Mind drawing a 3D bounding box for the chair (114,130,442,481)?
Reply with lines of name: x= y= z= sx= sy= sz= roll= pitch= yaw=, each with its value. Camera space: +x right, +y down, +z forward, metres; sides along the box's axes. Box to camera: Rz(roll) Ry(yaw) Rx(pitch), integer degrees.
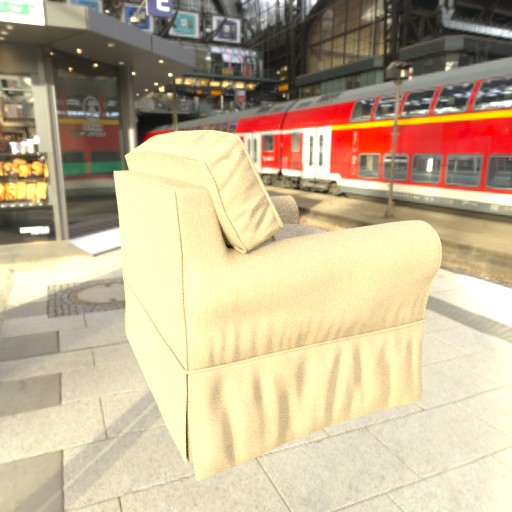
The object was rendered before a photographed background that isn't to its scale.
chair: x=0.000 y=0.000 z=1.747 sx=0.903 sy=0.937 sz=1.096 roll=-6 pitch=15 yaw=-25
